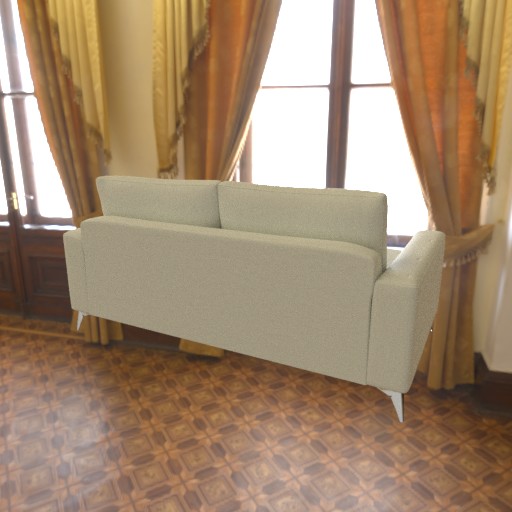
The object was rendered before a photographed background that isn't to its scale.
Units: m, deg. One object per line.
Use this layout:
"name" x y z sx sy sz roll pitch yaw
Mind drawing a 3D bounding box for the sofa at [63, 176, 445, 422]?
"sofa" 0.000 0.000 2.188 1.650 0.790 0.920 8 17 27
